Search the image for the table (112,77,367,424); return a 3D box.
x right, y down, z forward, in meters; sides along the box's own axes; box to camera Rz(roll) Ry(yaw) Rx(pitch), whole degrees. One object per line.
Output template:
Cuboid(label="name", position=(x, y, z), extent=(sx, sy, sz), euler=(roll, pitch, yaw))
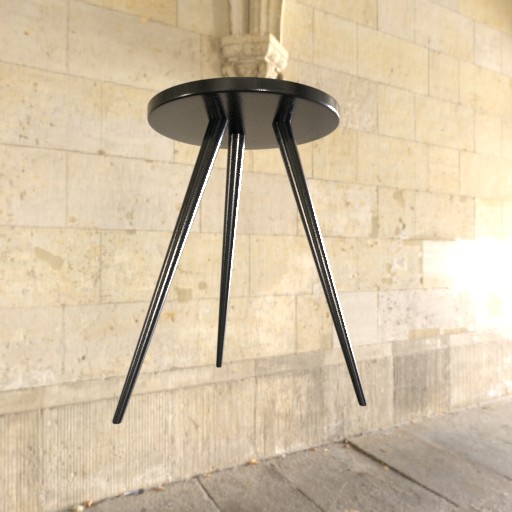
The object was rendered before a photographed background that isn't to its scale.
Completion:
Cuboid(label="table", position=(0.000, 0.000, 0.858), extent=(0.415, 0.548, 0.403), euler=(0, 0, 18))
